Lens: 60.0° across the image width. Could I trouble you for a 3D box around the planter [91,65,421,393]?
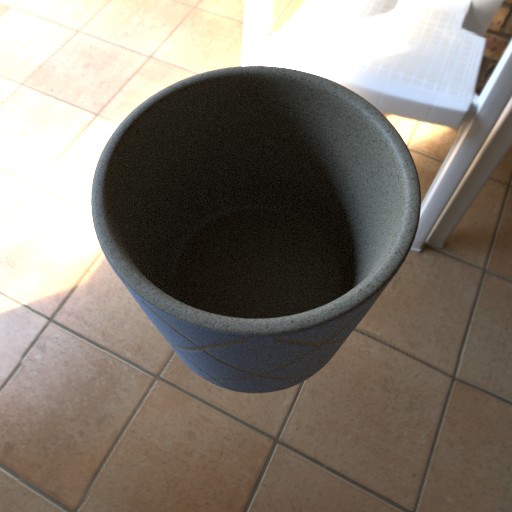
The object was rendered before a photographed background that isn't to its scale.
[{"bbox_3d":[0.000,0.000,0.346,0.191,0.200,0.191,0,62,0],"label":"planter"}]
